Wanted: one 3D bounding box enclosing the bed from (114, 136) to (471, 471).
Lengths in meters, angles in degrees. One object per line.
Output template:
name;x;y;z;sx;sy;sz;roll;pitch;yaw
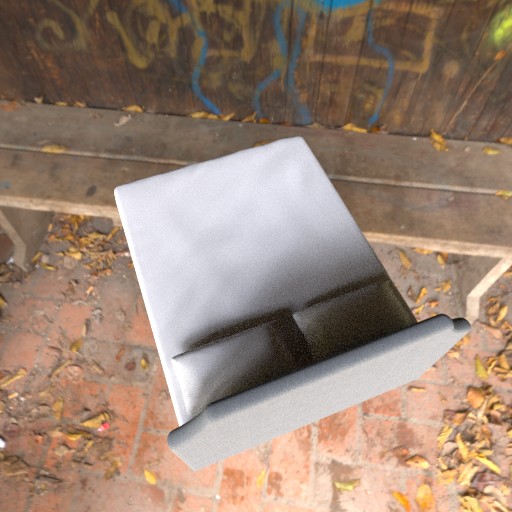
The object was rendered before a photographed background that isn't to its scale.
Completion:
bed;0.000;0.000;3.251;1.811;1.296;2.259;-18;60;-11
